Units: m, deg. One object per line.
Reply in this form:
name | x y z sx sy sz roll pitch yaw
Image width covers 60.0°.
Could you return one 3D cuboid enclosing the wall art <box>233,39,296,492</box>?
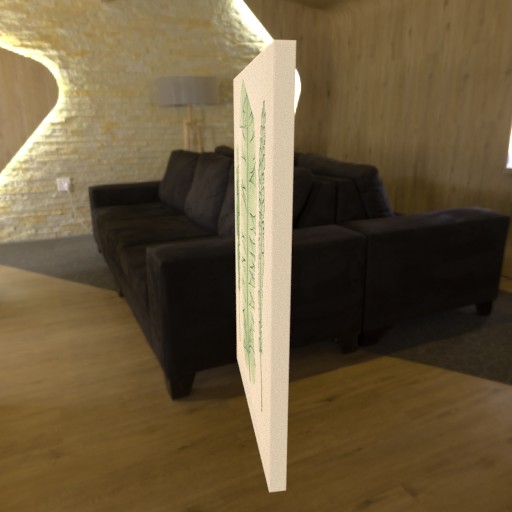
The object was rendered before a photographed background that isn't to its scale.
wall art | 0.000 0.000 1.149 0.038 0.914 0.610 -2 16 -9
